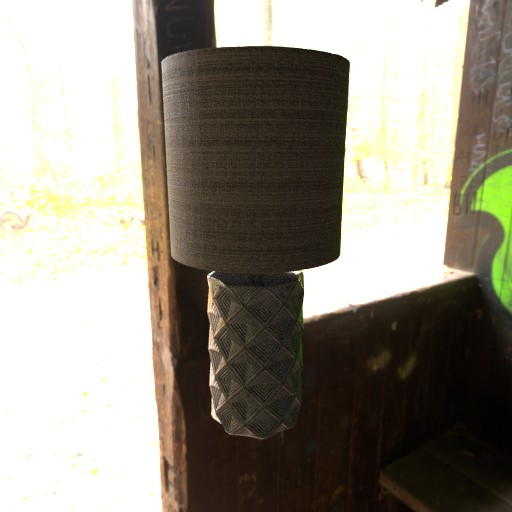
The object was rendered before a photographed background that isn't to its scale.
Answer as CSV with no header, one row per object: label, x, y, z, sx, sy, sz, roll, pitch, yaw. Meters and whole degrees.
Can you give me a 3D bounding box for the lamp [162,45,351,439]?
lamp,0.000,0.000,0.710,0.269,0.566,0.268,7,16,28
